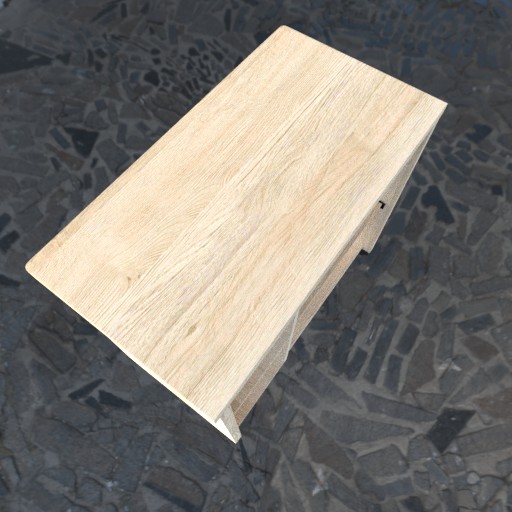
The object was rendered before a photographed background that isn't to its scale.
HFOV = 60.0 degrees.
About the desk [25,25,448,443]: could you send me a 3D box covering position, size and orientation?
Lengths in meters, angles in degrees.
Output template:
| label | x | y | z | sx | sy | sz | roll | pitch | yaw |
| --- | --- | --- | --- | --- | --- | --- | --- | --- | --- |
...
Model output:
| label | x | y | z | sx | sy | sz | roll | pitch | yaw |
| --- | --- | --- | --- | --- | --- | --- | --- | --- | --- |
| desk | 0.000 | 0.000 | 1.302 | 0.480 | 0.770 | 0.885 | 33 | 68 | 15 |
